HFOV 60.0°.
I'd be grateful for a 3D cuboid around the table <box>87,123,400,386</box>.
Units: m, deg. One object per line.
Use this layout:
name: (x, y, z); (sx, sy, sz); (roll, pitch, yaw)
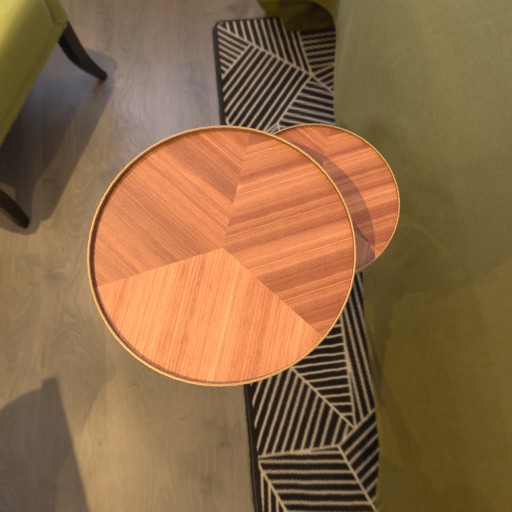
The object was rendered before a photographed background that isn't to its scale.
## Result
table: (0.000, 0.000, 1.156); (0.751, 0.555, 0.532); (-36, 79, -8)
